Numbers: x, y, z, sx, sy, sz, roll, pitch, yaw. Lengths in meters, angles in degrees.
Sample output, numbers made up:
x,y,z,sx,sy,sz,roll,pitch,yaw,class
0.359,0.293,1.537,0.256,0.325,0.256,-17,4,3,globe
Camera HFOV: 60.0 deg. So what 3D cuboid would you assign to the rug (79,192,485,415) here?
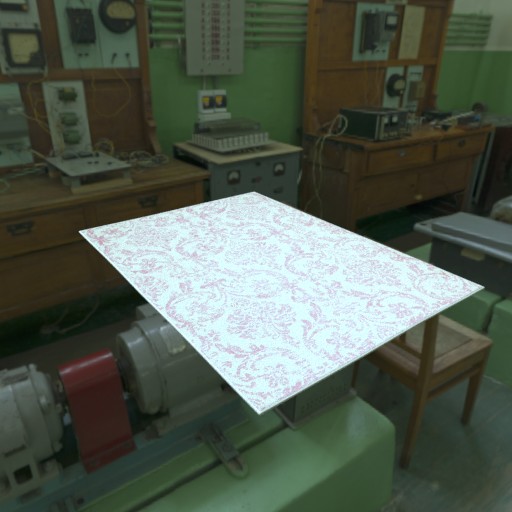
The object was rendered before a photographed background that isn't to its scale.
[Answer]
x,y,z,sx,sy,sz,roll,pitch,yaw,class
0.000,0.000,2.875,1.598,0.014,2.202,-18,31,-32,rug
